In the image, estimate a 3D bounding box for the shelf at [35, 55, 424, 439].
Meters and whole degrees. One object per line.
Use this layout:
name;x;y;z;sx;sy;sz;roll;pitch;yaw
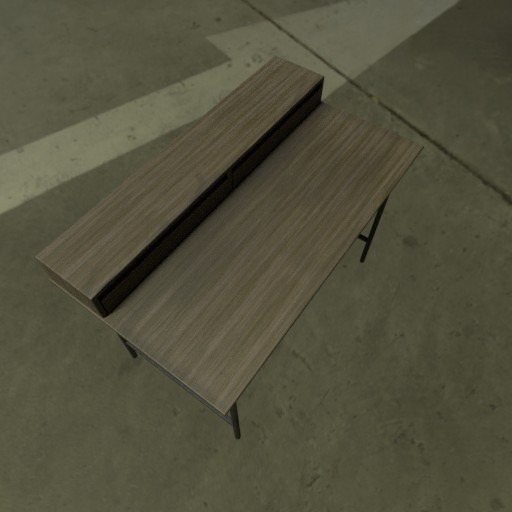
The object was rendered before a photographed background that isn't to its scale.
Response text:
shelf;0.000;0.000;1.768;0.685;0.865;1.212;31;62;19
